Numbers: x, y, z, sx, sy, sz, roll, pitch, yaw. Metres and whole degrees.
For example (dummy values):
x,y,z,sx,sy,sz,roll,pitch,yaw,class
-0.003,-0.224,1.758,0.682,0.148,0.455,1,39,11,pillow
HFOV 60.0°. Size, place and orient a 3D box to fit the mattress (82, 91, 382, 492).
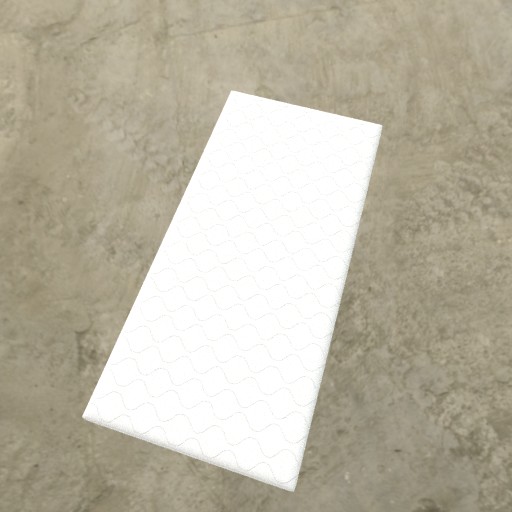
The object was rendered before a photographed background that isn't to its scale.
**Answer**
x,y,z,sx,sy,sz,roll,pitch,yaw,class
0.000,0.000,2.213,0.900,0.200,1.900,16,65,8,mattress
